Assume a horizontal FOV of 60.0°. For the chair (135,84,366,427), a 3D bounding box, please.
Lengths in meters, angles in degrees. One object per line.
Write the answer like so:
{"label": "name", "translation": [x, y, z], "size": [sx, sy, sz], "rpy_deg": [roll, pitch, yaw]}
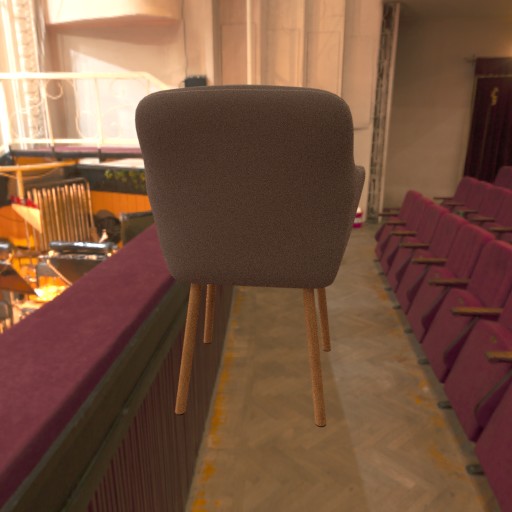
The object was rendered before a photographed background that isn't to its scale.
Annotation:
{"label": "chair", "translation": [0.000, 0.000, 1.215], "size": [0.570, 0.830, 0.590], "rpy_deg": [2, 16, 7]}
